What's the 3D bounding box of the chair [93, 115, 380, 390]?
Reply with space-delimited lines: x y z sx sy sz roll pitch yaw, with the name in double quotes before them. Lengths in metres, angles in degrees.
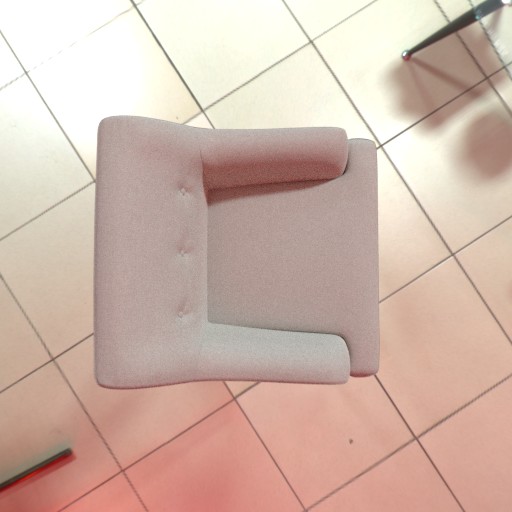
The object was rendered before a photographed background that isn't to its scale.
"chair" 0.000 0.000 1.686 0.951 0.818 0.946 0 88 0
